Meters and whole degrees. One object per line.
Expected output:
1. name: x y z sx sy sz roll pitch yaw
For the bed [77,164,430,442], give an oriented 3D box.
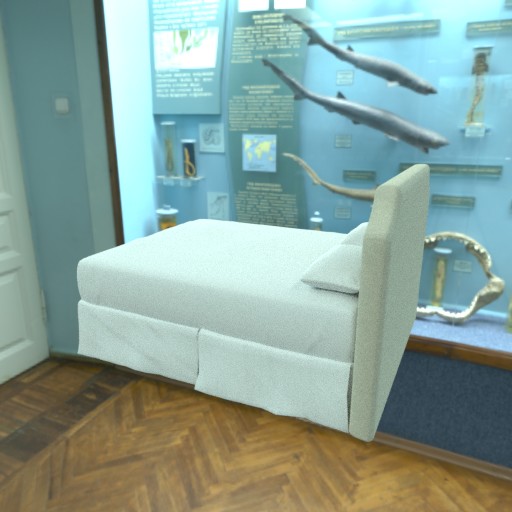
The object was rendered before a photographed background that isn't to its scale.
1. bed: 0.000 0.000 3.200 2.116 1.290 1.693 8 18 25
